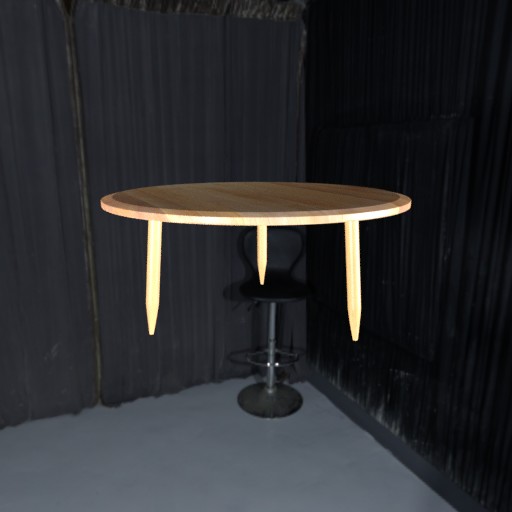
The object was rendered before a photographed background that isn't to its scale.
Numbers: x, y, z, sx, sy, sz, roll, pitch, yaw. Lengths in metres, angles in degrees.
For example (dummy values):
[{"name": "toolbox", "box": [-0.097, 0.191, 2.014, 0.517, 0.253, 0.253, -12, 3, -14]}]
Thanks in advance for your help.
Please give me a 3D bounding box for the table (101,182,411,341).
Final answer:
[{"name": "table", "box": [0.000, 0.000, 1.404, 0.900, 0.400, 0.900, 0, 14, 0]}]
